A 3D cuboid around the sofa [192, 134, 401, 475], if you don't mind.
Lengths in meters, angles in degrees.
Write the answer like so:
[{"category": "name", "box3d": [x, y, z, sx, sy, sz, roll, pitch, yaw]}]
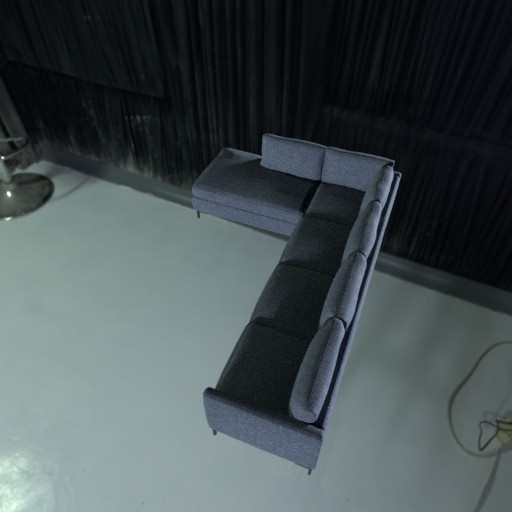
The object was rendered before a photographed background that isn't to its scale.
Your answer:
[{"category": "sofa", "box3d": [0.000, 0.000, 3.929, 2.007, 0.815, 2.949, 16, 48, 15]}]
